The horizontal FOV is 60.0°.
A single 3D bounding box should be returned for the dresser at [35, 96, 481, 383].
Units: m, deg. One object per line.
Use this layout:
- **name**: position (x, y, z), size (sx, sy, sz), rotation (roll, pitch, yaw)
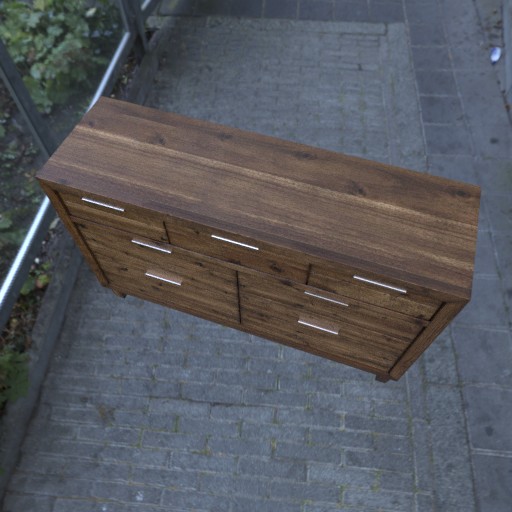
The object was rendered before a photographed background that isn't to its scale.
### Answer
- **dresser**: position (0.000, 0.000, 1.815), size (1.387, 0.892, 0.438), rotation (16, 59, 10)
